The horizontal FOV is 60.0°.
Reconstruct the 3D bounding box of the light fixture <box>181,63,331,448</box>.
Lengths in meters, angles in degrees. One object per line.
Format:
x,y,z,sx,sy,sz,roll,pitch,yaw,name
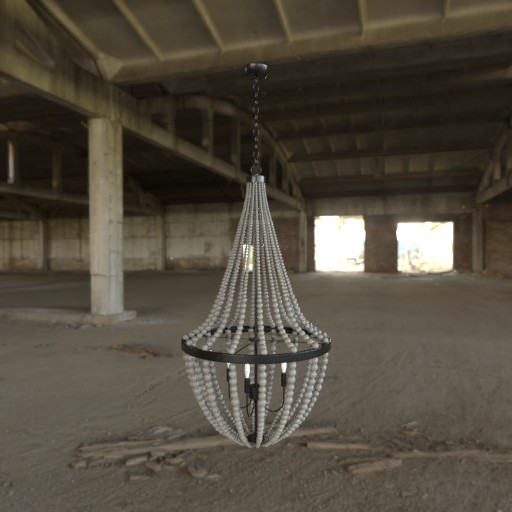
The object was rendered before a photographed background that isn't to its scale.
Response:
0.000,0.000,1.347,0.450,1.133,0.450,0,1,0,light fixture
